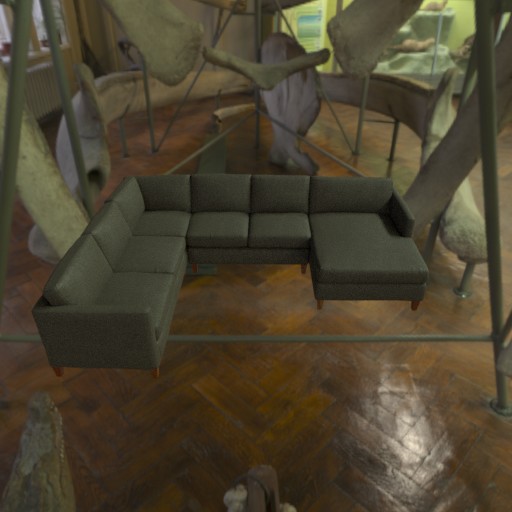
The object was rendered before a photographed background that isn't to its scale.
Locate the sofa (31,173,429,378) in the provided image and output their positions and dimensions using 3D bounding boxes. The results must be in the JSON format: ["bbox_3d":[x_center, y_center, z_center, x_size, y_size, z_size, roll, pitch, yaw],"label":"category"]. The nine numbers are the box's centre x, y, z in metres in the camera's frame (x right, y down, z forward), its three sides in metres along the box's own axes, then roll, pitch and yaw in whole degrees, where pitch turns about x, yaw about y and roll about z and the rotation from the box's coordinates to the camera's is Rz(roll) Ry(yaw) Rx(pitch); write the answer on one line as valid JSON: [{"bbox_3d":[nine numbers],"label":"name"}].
[{"bbox_3d":[0.000,0.000,4.592,3.460,0.961,2.594,0,32,1],"label":"sofa"}]
